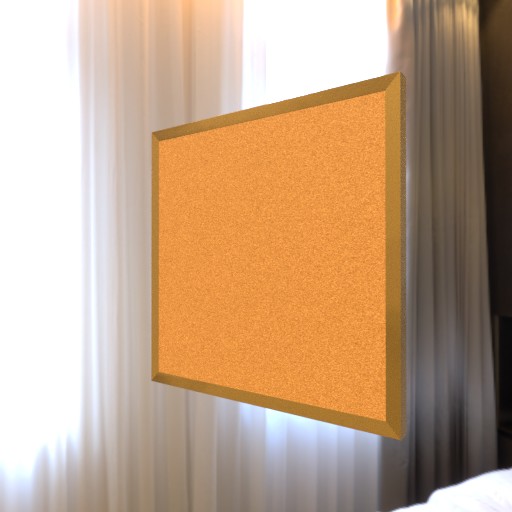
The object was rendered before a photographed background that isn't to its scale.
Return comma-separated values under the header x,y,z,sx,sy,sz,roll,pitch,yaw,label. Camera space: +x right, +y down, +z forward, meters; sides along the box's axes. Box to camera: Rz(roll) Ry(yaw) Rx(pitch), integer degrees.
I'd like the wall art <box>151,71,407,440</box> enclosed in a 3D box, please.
x,y,z,sx,sy,sz,roll,pitch,yaw,label
0.000,0.000,1.153,0.762,0.762,0.038,0,0,36,wall art
